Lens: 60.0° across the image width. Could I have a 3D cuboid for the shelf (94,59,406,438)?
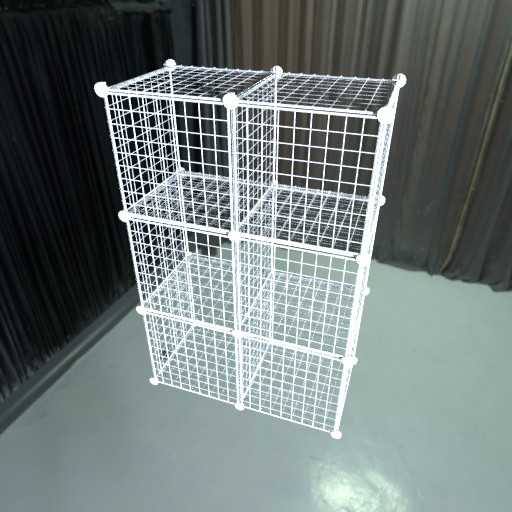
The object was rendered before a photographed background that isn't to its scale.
[{"bbox_3d":[0.000,0.000,1.405,0.711,1.067,0.356,11,34,16],"label":"shelf"}]
